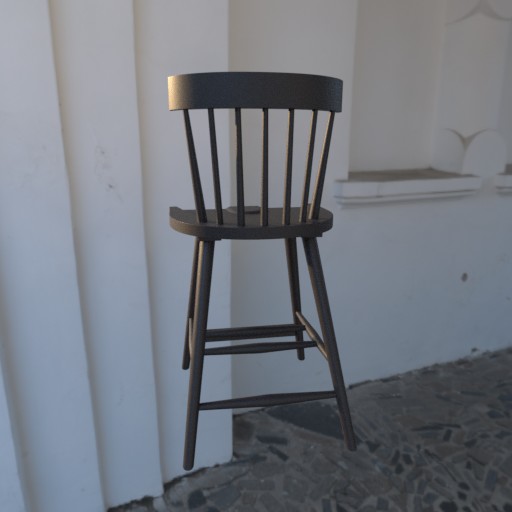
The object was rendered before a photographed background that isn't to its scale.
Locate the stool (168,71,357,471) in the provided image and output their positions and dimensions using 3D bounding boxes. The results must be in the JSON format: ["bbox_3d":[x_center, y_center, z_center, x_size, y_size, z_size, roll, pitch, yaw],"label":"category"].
[{"bbox_3d":[0.000,0.000,1.287,0.494,0.953,0.549,-2,15,-9],"label":"stool"}]
